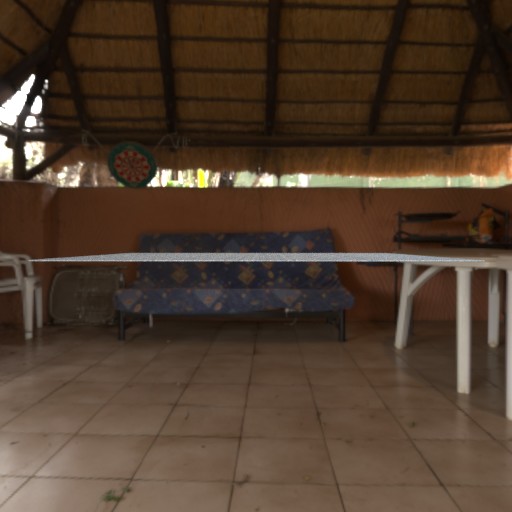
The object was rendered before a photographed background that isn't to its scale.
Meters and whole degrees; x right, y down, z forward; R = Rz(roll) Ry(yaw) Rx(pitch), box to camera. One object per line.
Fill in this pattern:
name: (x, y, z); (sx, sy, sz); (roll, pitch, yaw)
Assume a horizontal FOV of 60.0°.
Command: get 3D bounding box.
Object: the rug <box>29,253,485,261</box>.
rug: (0.000, 0.000, 4.304); (3.200, 0.007, 2.443); (0, 2, 1)
